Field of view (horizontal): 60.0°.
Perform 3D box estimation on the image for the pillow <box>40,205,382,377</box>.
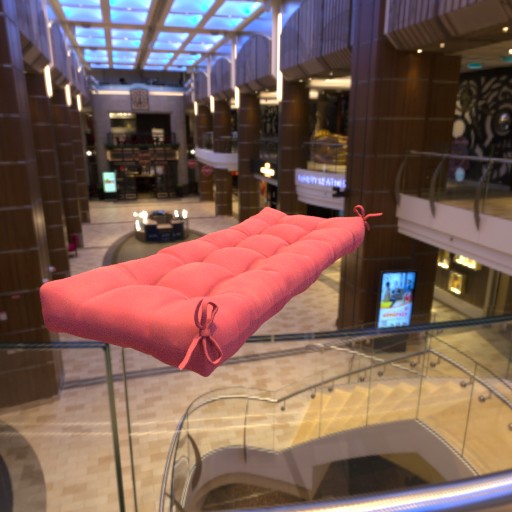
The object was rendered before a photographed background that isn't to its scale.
[{"bbox_3d":[0.000,0.000,1.322,0.511,0.174,1.194,8,18,26],"label":"pillow"}]
